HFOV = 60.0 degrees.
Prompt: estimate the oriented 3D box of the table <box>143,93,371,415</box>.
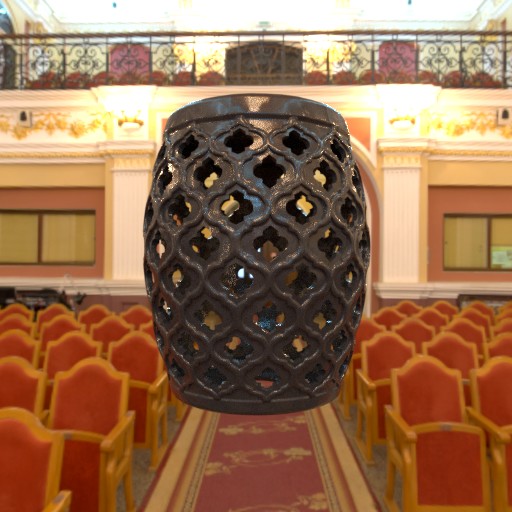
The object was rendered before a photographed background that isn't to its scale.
[{"bbox_3d":[0.000,0.000,0.652,0.325,0.388,0.325,0,-1,0],"label":"table"}]
